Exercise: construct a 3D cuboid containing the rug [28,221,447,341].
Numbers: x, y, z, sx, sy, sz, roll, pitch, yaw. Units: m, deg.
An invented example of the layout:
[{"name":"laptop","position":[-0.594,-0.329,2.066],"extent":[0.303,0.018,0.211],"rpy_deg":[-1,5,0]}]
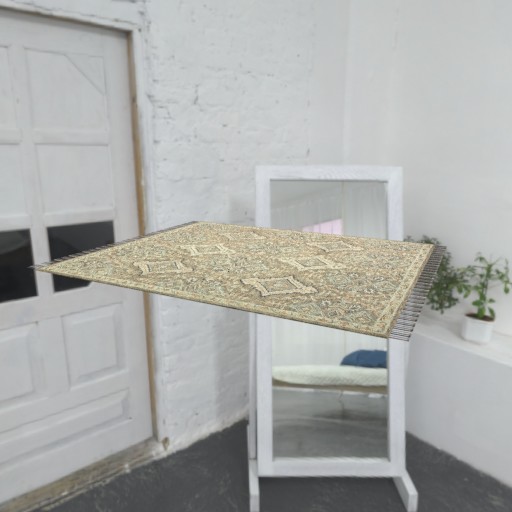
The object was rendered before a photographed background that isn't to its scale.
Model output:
[{"name":"rug","position":[0.000,0.000,4.063],"extent":[3.056,0.010,2.437],"rpy_deg":[7,17,26]}]
